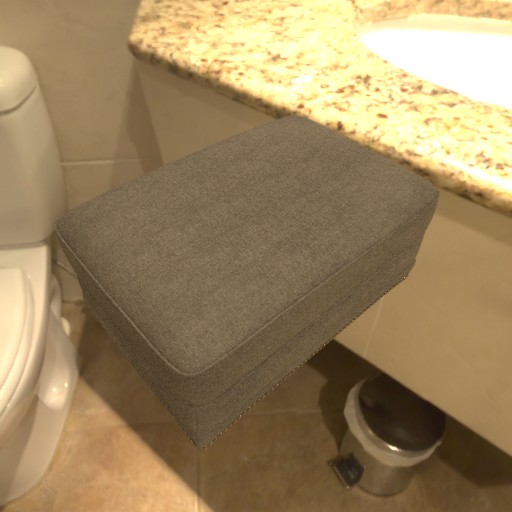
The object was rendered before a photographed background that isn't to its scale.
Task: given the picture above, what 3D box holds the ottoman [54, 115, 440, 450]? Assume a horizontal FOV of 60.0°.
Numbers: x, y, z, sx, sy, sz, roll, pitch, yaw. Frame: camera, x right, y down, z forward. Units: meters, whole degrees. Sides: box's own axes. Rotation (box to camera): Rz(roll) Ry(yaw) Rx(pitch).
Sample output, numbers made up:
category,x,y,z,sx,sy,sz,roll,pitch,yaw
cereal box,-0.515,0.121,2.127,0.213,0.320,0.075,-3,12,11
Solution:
category,x,y,z,sx,sy,sz,roll,pitch,yaw
ottoman,0.000,0.000,1.185,0.813,0.457,0.561,-33,55,-27
